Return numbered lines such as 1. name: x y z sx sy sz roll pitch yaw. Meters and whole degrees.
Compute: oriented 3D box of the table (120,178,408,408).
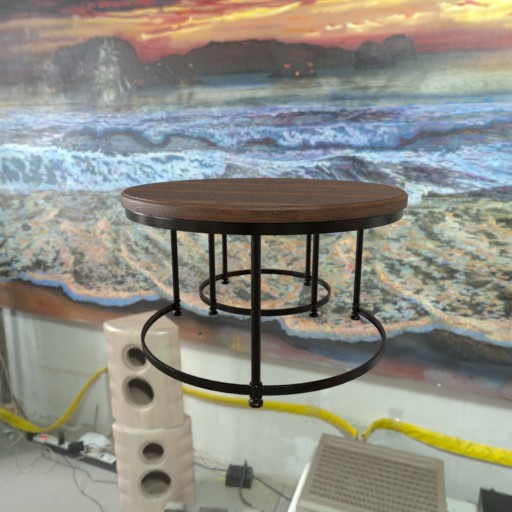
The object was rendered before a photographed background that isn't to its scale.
1. table: 0.000 0.000 1.601 0.870 0.516 1.152 -2 14 -10
